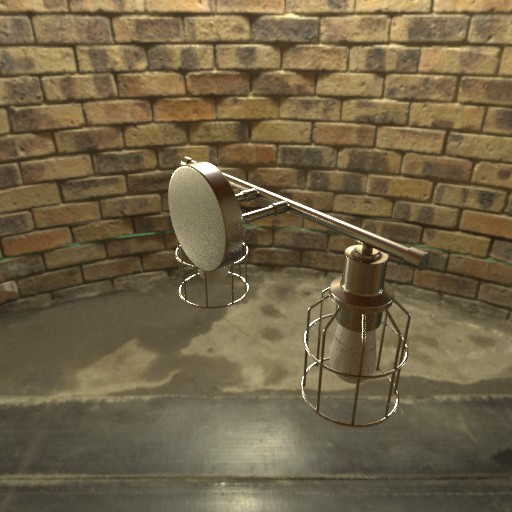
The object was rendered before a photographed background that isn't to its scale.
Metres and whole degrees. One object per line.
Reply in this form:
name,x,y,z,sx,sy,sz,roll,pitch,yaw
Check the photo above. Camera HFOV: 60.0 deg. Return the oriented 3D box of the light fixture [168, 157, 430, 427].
light fixture,0.000,0.000,0.545,0.165,0.254,0.406,-20,34,-34
